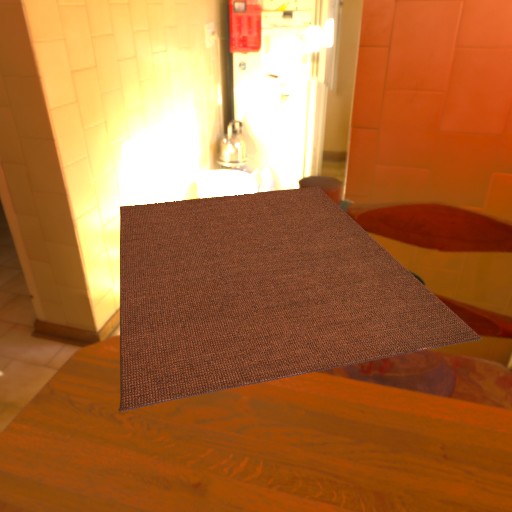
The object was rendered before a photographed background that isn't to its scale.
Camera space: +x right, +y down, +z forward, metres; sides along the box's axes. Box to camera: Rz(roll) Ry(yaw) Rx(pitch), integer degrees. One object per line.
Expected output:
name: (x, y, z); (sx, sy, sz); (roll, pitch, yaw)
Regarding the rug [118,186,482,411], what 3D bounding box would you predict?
rug: (0.000, 0.000, 4.103); (2.456, 0.021, 3.068); (-8, 31, -13)
